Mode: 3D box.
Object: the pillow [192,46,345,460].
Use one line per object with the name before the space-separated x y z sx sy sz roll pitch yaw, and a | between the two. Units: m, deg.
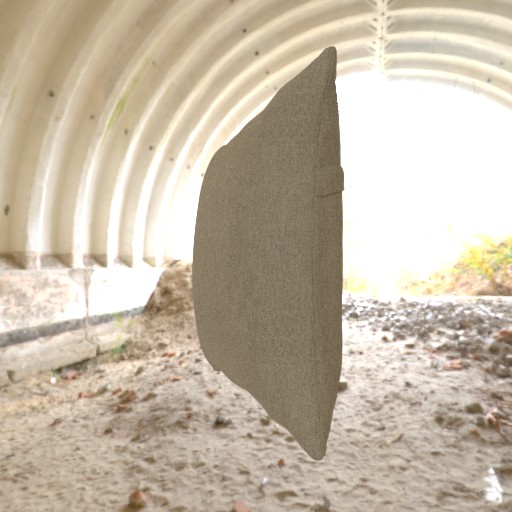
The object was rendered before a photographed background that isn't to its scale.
pillow | 0.000 0.000 0.661 0.173 0.436 0.433 0 -1 -19
